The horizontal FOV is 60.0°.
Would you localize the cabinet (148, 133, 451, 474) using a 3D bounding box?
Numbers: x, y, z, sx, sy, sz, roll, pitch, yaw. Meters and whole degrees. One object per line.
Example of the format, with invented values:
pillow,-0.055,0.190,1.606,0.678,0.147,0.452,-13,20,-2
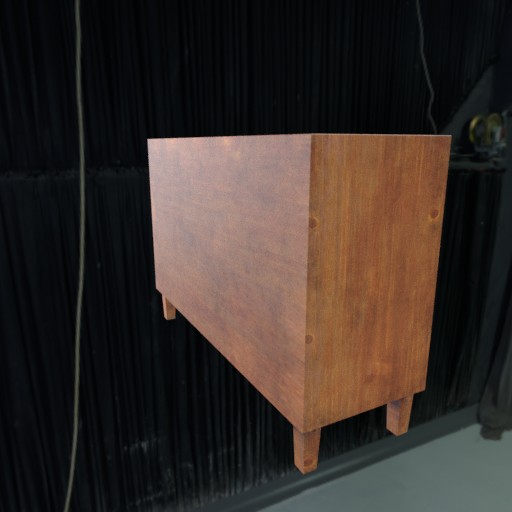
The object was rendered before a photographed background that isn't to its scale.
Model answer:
cabinet,0.000,0.000,1.562,0.403,0.805,1.204,-7,16,-27
